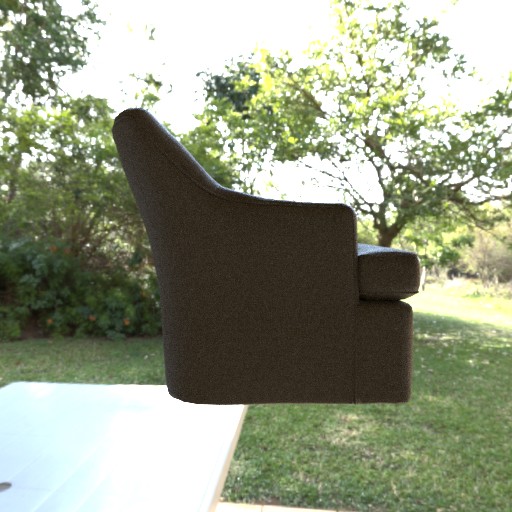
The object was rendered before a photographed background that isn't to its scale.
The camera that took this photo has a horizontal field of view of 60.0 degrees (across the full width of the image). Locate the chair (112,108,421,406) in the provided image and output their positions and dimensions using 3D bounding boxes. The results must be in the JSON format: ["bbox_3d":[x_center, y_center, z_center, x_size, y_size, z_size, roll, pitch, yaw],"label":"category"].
[{"bbox_3d":[0.000,0.000,1.579,0.923,0.856,0.864,0,0,1],"label":"chair"}]
